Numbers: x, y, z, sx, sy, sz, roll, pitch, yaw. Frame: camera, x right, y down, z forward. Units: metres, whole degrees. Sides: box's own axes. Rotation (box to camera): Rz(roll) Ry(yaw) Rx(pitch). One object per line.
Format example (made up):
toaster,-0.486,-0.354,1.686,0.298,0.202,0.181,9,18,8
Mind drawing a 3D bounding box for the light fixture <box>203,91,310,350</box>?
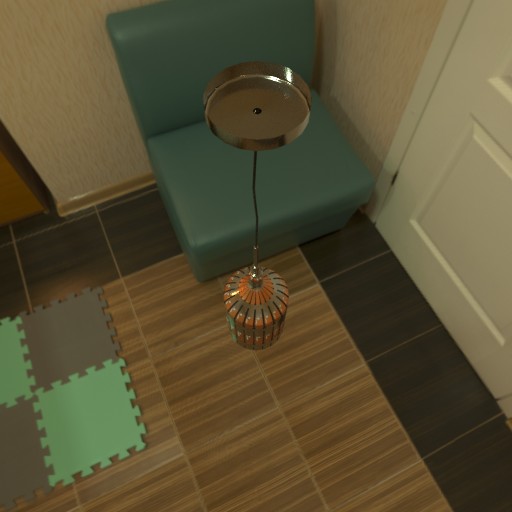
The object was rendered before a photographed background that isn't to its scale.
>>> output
light fixture,0.000,0.000,1.688,0.303,1.535,0.303,0,62,0
